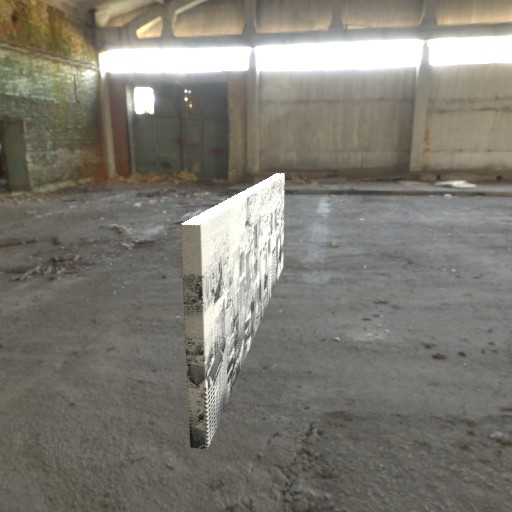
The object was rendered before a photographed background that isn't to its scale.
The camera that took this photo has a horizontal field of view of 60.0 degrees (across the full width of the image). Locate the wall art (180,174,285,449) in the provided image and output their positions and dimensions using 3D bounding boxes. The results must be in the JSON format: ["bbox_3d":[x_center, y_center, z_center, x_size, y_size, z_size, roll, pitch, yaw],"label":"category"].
[{"bbox_3d":[0.000,0.000,1.653,0.044,0.507,1.520,2,14,9],"label":"wall art"}]
